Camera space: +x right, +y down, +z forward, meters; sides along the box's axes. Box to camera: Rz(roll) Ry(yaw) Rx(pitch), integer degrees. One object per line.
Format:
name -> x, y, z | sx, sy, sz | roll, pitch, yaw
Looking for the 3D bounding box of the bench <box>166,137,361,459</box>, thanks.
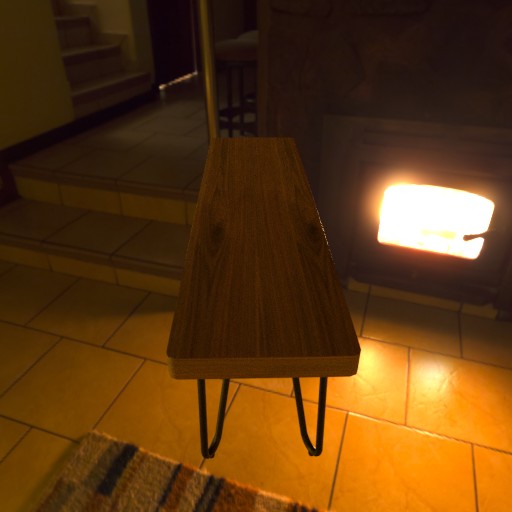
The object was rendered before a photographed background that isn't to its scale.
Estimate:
bench -> 0.000, 0.000, 1.727 | 0.425, 0.462, 1.570 | -1, 32, -1
